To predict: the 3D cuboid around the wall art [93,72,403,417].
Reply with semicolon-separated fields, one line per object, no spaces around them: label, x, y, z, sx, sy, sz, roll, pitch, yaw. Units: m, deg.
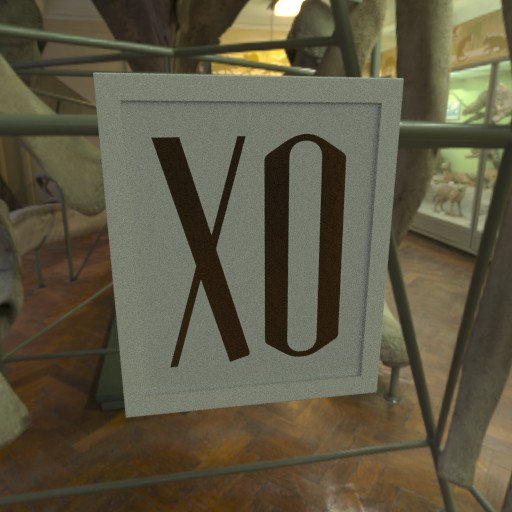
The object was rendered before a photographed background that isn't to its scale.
wall art;0.000;0.000;0.710;0.444;0.536;0.020;-3;16;-9
